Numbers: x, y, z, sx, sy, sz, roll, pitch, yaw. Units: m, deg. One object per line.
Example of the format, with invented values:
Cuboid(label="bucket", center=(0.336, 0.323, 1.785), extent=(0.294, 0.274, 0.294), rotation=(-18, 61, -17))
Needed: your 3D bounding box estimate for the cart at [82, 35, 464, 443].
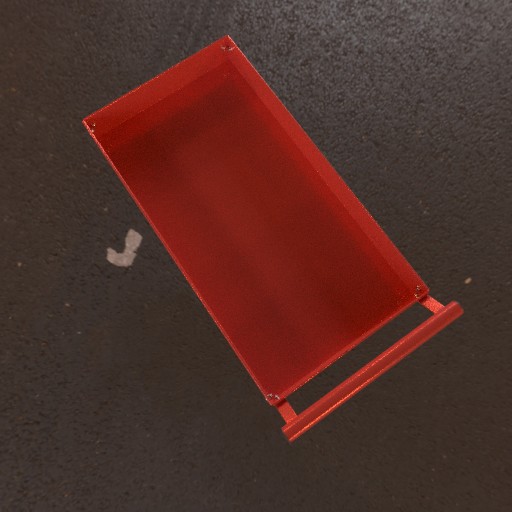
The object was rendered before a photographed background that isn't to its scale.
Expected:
Cuboid(label="cart", center=(0.000, 0.000, 1.169), extent=(0.366, 0.780, 0.719), rotation=(-34, 79, -8))
